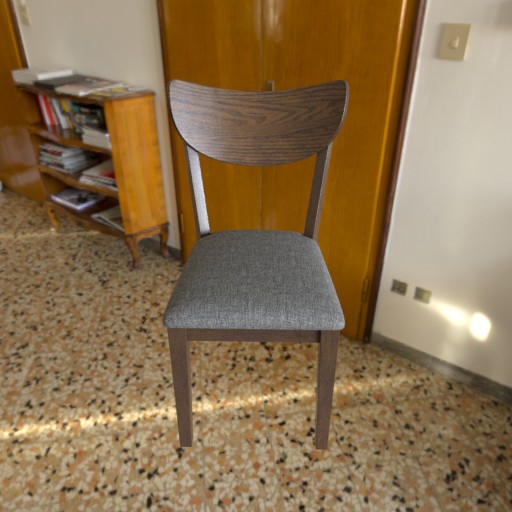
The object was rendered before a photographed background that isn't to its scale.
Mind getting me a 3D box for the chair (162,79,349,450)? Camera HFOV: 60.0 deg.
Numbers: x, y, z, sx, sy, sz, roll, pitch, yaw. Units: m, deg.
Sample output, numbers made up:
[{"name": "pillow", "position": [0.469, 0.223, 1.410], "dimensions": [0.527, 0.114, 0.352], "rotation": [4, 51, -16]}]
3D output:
[{"name": "chair", "position": [0.000, 0.000, 1.220], "dimensions": [0.491, 0.849, 0.583], "rotation": [1, 30, 1]}]
